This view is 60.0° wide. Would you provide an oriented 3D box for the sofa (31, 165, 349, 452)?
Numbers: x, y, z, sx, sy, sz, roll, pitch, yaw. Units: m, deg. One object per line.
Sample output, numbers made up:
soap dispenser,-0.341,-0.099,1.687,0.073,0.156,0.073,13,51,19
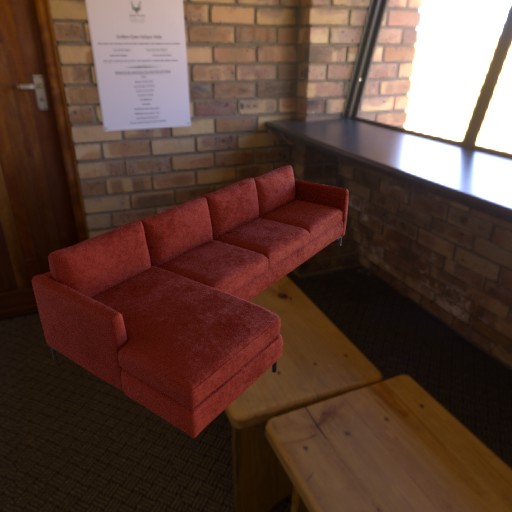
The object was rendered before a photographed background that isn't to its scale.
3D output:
sofa,0.000,0.000,2.938,1.136,0.663,2.467,17,30,32
